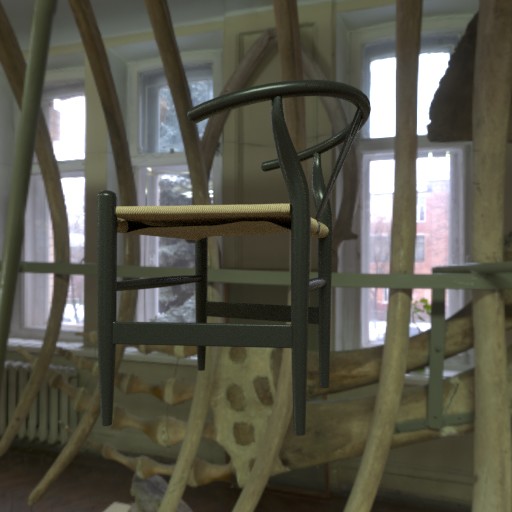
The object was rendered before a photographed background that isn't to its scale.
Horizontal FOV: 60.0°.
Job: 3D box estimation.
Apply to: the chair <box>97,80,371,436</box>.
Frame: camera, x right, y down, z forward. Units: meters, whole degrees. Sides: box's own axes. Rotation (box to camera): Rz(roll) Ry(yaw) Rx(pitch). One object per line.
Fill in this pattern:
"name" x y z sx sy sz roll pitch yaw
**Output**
"chair" 0.000 0.000 1.133 0.570 0.739 0.570 0 -1 17
